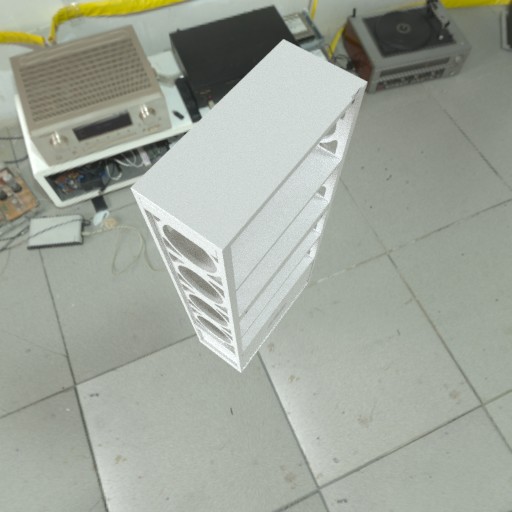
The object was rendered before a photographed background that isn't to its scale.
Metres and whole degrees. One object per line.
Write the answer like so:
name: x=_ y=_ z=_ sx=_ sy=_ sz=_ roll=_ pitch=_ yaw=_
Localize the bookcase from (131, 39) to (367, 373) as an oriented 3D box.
bookcase: x=0.000 y=0.000 z=2.158 sx=0.361 sy=1.869 sz=0.761 roll=34 pitch=69 yaw=15
